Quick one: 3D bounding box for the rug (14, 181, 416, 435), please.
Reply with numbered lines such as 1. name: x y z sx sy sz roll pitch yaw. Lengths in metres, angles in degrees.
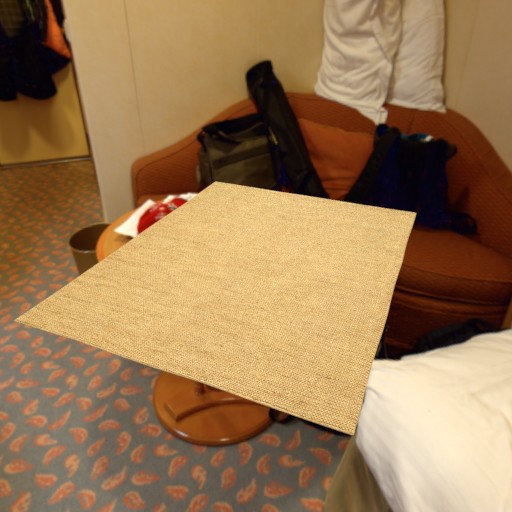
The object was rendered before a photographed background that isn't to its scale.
1. rug: 0.000 0.000 3.914 2.406 0.012 3.034 12 32 20
